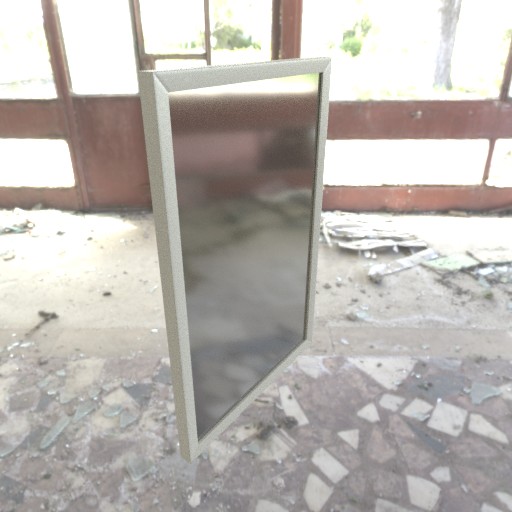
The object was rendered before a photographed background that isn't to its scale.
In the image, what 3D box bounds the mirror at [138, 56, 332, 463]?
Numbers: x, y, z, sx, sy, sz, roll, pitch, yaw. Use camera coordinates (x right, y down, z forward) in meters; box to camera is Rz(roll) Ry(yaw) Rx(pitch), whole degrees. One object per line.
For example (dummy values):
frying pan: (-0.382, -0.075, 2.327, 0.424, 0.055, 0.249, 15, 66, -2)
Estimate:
mirror: (0.000, 0.000, 1.140, 0.041, 0.914, 0.609, 18, 32, 32)
